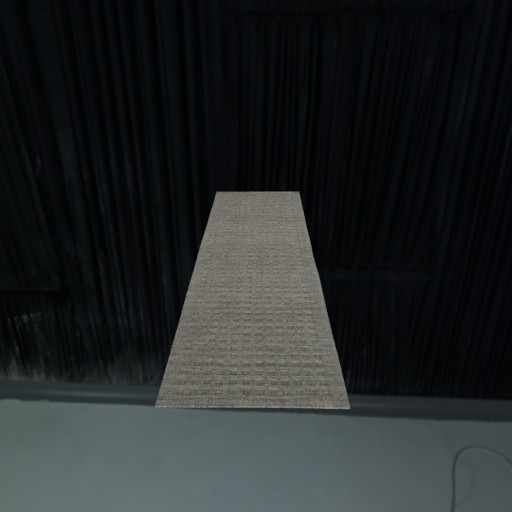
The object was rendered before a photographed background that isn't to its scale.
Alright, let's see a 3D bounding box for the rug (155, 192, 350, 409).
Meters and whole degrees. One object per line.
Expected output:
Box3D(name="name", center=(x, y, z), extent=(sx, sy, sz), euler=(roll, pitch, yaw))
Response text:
Box3D(name="rug", center=(0.000, 0.000, 2.690), extent=(0.706, 0.009, 2.443), euler=(0, 27, 1))
